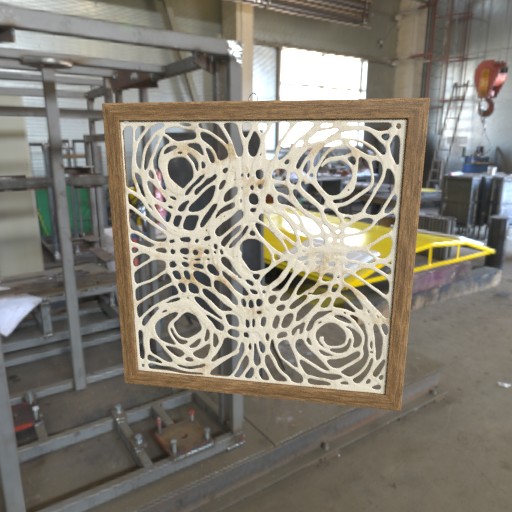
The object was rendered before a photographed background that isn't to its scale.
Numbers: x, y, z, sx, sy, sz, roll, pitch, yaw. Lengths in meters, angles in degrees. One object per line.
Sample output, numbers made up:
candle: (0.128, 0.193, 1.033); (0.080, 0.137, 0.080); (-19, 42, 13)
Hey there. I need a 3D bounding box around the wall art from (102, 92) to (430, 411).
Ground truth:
wall art: (0.000, 0.000, 0.825); (0.561, 0.576, 0.021); (3, 15, 10)
